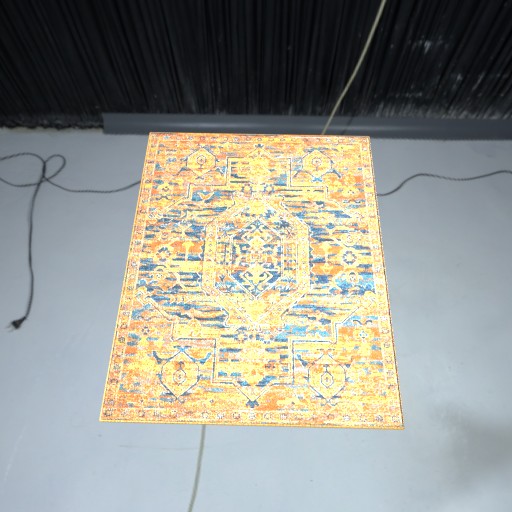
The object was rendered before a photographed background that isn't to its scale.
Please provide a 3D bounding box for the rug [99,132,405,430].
[{"bbox_3d":[0.000,0.000,4.225,2.435,0.031,3.040,1,63,1],"label":"rug"}]
